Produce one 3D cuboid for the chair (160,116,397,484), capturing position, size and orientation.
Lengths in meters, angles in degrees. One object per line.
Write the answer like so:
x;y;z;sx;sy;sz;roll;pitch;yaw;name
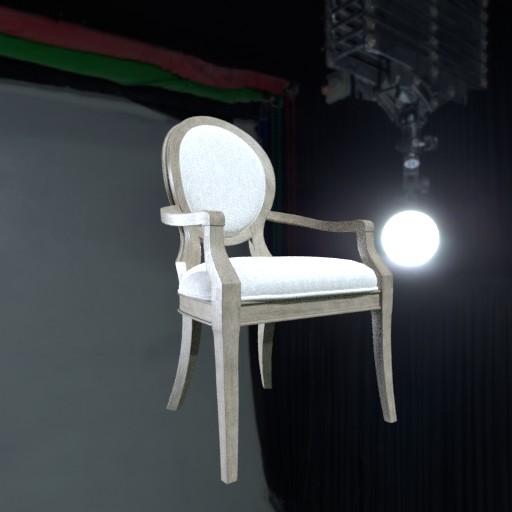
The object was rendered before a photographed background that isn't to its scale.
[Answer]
0.000;0.000;1.387;0.611;0.991;0.602;0;1;-37;chair
